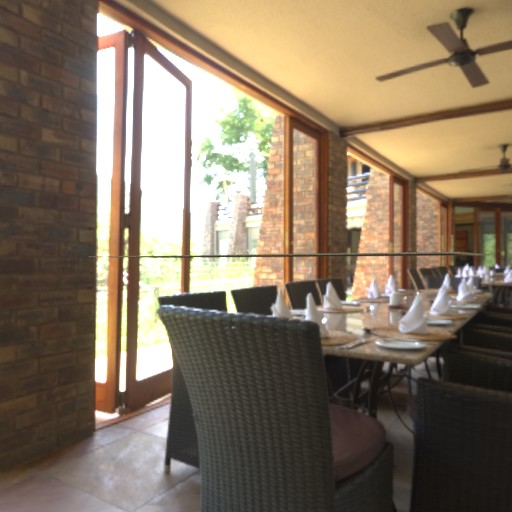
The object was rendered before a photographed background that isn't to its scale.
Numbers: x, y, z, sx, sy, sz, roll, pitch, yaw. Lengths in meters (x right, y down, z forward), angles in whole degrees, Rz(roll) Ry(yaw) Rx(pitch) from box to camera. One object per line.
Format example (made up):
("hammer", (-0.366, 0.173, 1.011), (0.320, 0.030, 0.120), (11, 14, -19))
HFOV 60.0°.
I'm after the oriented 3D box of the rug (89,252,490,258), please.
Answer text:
("rug", (0.000, 0.000, 2.690), (2.437, 0.005, 0.688), (-1, -1, 36))
